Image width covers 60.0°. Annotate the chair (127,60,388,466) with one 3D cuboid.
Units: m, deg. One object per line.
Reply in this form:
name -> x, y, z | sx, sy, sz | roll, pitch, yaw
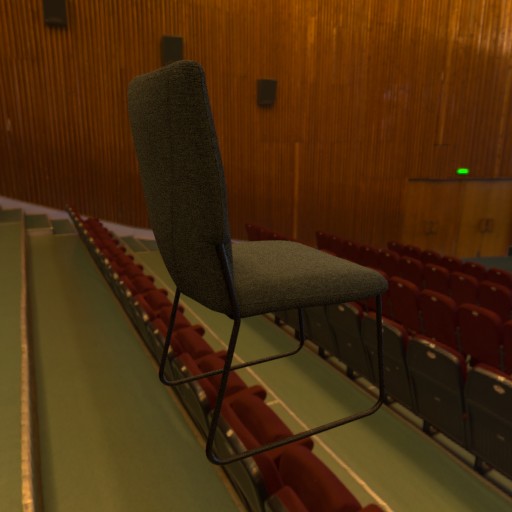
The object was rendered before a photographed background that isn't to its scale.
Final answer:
chair -> 0.000, 0.000, 1.254 | 0.635, 0.931, 0.480 | -7, 16, -27
